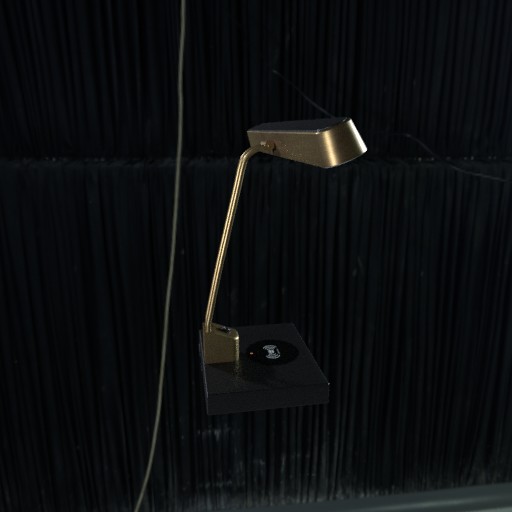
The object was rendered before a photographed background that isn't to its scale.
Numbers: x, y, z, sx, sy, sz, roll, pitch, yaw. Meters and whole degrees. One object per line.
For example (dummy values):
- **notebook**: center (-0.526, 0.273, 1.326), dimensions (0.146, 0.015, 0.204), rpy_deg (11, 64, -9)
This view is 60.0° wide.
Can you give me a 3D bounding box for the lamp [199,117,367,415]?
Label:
- **lamp**: center (0.000, 0.000, 0.591), dimensions (0.156, 0.345, 0.412), rpy_deg (-3, 16, -9)
